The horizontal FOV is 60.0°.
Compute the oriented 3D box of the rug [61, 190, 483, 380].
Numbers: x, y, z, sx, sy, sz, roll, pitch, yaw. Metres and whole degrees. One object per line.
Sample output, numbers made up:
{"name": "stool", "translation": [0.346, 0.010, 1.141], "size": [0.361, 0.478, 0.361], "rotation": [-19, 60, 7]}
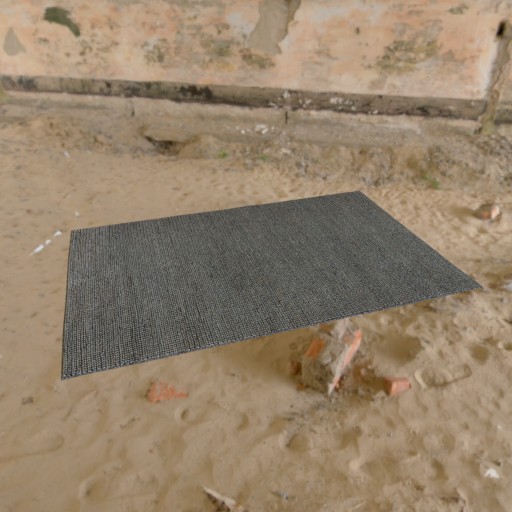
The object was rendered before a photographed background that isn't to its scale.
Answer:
{"name": "rug", "translation": [0.000, 0.000, 3.026], "size": [2.443, 0.021, 1.538], "rotation": [-10, 33, -15]}
